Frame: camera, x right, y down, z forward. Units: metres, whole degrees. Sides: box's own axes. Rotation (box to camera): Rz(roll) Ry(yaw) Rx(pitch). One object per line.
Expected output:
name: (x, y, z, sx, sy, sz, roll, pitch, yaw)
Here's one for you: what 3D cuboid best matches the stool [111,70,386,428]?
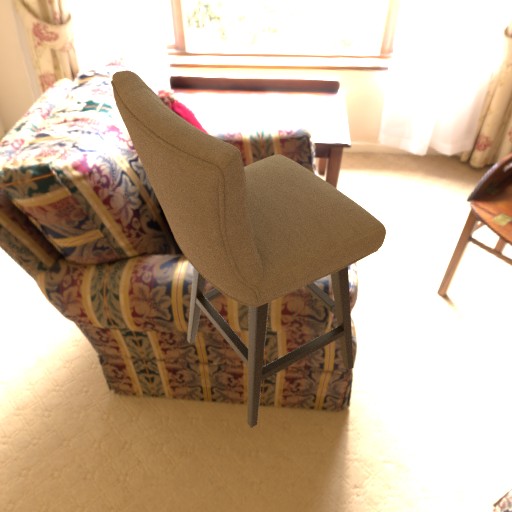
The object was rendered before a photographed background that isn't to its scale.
stool: (0.000, 0.000, 1.375, 0.574, 1.086, 0.514, -26, 48, -25)
